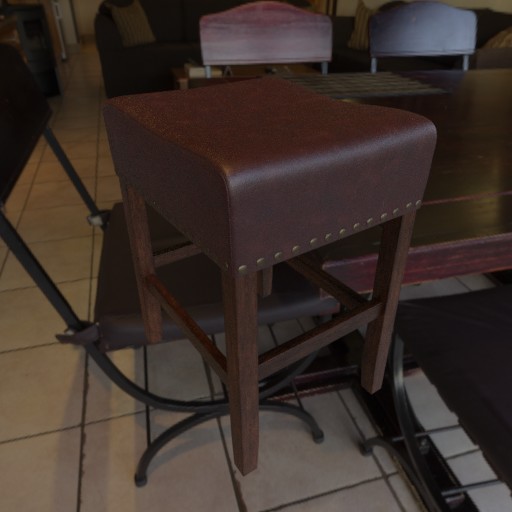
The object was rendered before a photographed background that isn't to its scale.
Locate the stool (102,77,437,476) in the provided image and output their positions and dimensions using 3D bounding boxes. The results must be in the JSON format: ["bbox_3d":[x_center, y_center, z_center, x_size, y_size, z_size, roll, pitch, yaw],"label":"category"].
[{"bbox_3d":[0.000,0.000,0.917,0.397,0.608,0.465,-20,37,-29],"label":"stool"}]
